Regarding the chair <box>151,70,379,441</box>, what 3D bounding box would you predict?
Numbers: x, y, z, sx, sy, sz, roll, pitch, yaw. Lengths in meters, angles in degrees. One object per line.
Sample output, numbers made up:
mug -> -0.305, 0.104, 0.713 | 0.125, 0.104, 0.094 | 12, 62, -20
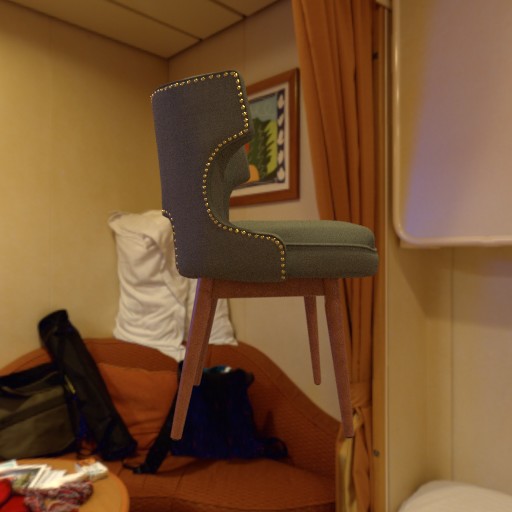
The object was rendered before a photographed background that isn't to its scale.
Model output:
chair -> 0.000, 0.000, 1.265 | 0.581, 0.863, 0.595 | 0, 0, -2
